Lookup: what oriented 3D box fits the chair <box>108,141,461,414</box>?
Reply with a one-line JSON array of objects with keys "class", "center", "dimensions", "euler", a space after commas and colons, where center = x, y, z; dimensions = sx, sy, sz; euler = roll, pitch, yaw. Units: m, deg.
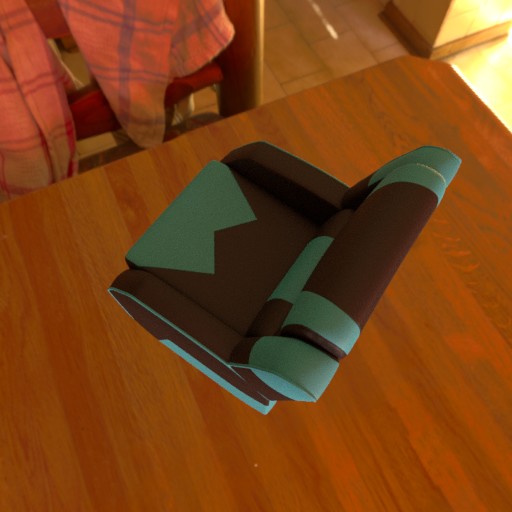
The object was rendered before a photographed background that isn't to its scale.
[{"class": "chair", "center": [0.000, 0.000, 1.248], "dimensions": [0.672, 0.805, 0.620], "euler": [32, 69, 14]}]
